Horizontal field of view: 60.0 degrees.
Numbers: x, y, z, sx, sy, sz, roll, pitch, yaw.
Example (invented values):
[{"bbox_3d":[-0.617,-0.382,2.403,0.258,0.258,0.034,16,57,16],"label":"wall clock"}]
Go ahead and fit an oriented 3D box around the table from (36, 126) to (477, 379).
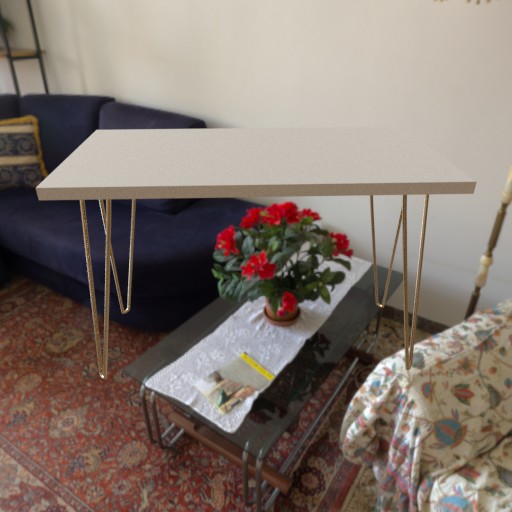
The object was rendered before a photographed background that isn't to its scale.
[{"bbox_3d":[0.000,0.000,1.374,0.991,0.660,0.498,-1,30,-2],"label":"table"}]
